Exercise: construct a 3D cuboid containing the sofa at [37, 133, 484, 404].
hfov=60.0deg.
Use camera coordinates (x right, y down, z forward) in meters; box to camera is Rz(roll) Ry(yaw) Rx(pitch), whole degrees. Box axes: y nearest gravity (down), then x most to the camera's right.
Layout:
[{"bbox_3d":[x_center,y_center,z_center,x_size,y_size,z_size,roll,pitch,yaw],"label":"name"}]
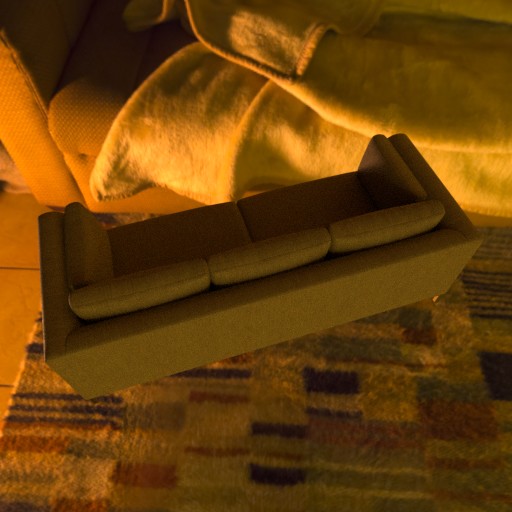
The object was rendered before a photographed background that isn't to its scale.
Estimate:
[{"bbox_3d":[0.000,0.000,2.819,2.415,0.867,0.969,-15,57,-10],"label":"sofa"}]
